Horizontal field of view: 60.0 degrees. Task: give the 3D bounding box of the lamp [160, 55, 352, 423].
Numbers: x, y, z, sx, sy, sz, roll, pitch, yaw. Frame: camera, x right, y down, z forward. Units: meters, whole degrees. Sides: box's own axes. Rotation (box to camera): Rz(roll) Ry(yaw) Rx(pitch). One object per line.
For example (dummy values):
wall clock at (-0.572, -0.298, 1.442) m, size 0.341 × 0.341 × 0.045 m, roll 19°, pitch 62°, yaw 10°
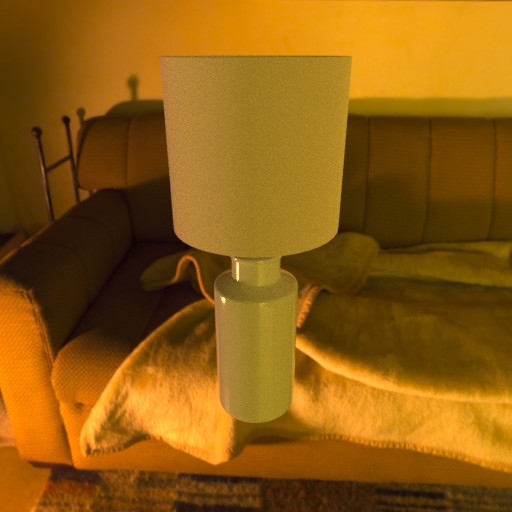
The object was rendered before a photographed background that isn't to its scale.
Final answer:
lamp at (0.000, 0.000, 0.599) m, size 0.212 × 0.493 × 0.212 m, roll -7°, pitch 26°, yaw -16°
